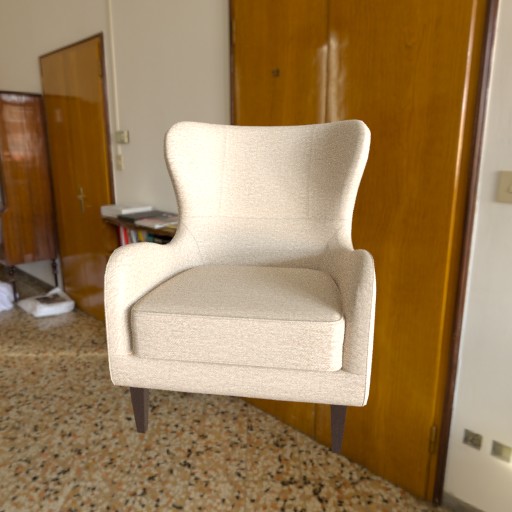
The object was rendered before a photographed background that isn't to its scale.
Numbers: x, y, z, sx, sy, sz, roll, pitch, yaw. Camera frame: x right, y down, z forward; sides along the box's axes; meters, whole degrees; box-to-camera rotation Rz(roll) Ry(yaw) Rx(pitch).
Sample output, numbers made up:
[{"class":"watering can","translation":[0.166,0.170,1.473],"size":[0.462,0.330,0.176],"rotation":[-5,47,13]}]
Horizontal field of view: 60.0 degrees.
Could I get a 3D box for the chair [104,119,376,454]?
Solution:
[{"class":"chair","translation":[0.000,0.000,1.749],"size":[0.861,1.064,0.984],"rotation":[2,13,9]}]
